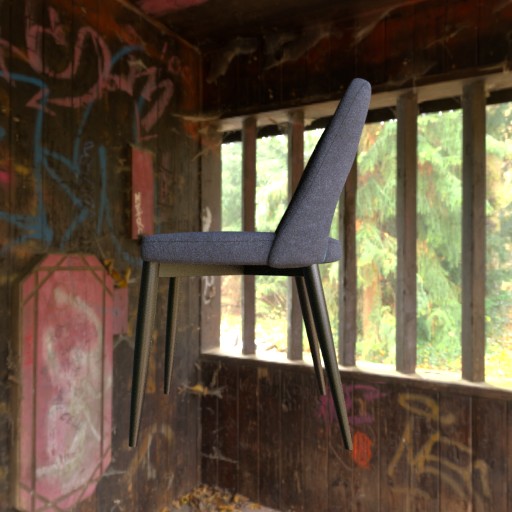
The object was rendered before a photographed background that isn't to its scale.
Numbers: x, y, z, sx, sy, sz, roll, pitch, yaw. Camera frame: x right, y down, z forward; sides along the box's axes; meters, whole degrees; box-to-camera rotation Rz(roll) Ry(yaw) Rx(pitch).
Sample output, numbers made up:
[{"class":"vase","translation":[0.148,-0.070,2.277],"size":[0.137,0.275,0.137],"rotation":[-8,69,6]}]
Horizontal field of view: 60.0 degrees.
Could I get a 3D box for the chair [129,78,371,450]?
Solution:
[{"class":"chair","translation":[0.000,0.000,1.275],"size":[0.612,0.931,0.470],"rotation":[0,0,0]}]
